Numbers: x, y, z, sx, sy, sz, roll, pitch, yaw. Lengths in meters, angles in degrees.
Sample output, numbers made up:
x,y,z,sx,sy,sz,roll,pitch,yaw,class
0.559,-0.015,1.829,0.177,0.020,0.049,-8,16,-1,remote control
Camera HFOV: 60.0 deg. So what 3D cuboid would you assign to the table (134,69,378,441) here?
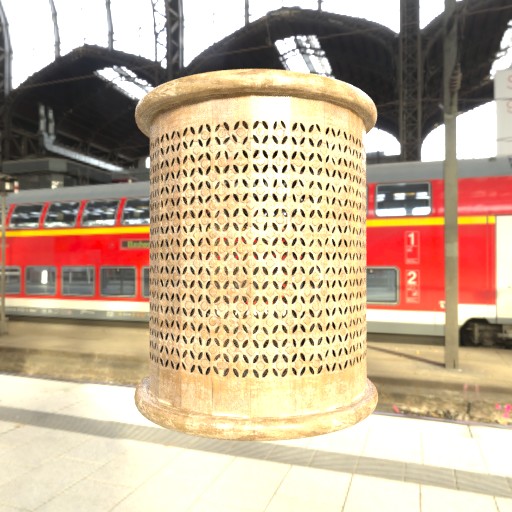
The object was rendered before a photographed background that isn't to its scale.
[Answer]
x,y,z,sx,sy,sz,roll,pitch,yaw,class
0.000,0.000,0.770,0.407,0.482,0.407,0,-1,0,table
